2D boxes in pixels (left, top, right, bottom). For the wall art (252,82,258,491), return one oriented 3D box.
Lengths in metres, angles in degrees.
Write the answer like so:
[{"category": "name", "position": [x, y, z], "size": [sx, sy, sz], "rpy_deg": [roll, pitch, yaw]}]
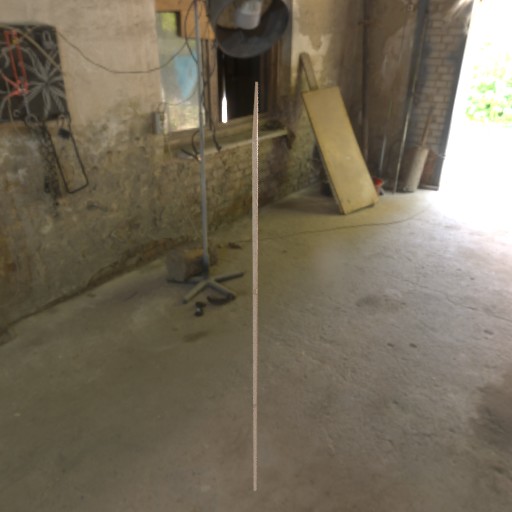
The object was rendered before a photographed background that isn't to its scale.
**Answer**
[{"category": "wall art", "position": [0.000, 0.000, 2.253], "size": [0.014, 1.507, 1.519], "rpy_deg": [0, 27, 0]}]
